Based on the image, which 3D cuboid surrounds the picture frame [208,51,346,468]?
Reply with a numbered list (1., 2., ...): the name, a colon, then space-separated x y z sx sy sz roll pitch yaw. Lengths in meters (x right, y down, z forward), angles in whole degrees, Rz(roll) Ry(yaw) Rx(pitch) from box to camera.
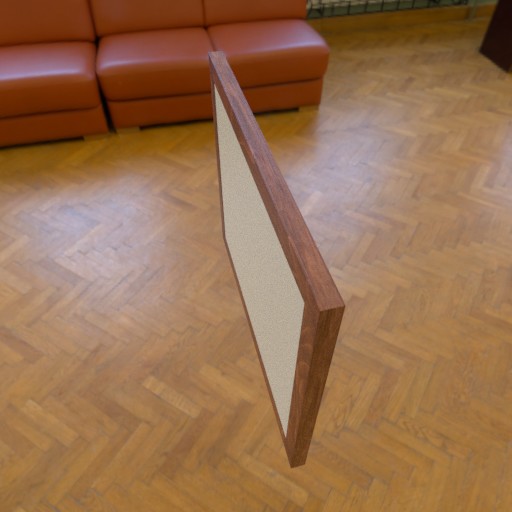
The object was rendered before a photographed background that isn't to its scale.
1. picture frame: 0.000 0.000 0.756 0.025 0.457 0.559 -11 49 -10
